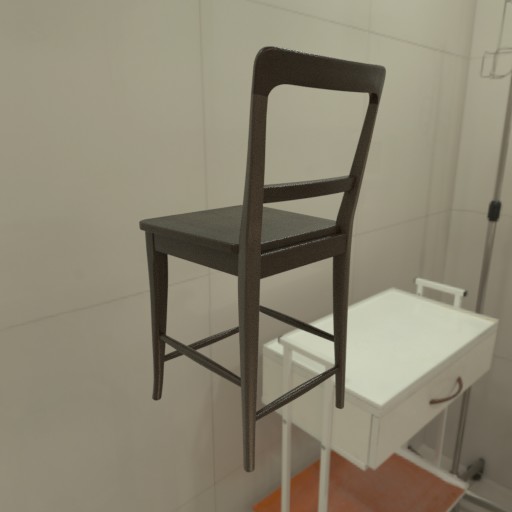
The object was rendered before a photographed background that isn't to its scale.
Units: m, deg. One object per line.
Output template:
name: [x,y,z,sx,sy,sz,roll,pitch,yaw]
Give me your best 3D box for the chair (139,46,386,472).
chair: [0.000,0.000,1.258,0.450,0.991,0.546,-15,21,-41]
